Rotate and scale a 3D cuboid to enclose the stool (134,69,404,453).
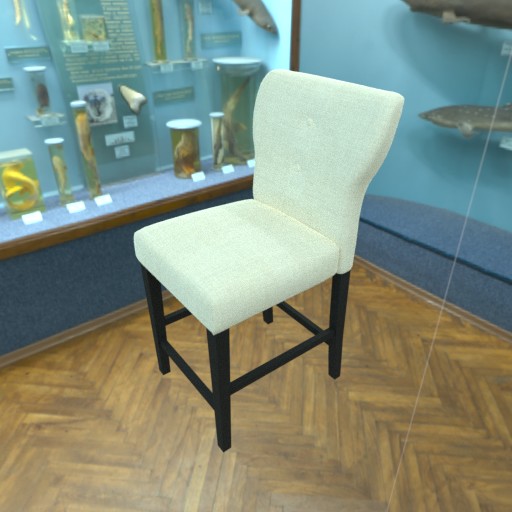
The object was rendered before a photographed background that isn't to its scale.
[{"bbox_3d":[0.000,0.000,1.358,0.603,0.972,0.514,-21,37,-31],"label":"stool"}]
